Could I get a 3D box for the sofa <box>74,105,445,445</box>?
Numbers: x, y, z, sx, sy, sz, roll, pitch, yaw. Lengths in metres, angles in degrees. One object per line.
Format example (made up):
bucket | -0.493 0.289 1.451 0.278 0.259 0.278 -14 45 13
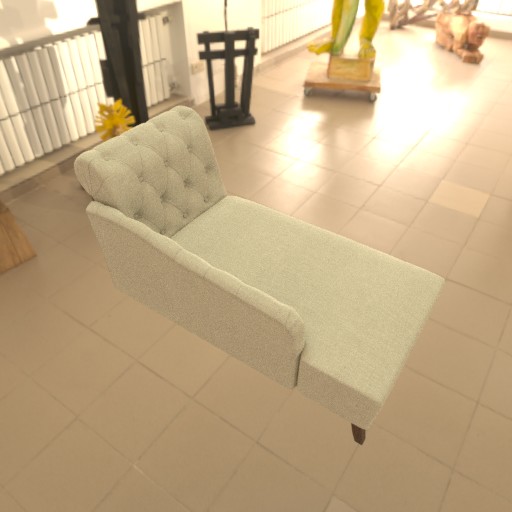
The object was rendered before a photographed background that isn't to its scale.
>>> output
sofa | 0.000 0.000 1.821 1.379 0.787 0.675 24 47 25
